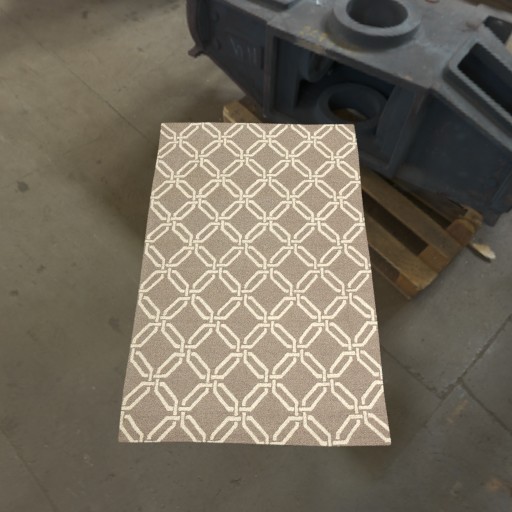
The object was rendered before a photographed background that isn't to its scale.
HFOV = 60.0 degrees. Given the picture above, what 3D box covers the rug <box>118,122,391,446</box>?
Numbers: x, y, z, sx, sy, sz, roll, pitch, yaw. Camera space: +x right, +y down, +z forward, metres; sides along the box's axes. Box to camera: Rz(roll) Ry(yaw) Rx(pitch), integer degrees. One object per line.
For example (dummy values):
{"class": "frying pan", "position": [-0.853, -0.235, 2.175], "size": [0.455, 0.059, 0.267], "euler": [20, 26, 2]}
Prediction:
{"class": "rug", "position": [0.000, 0.000, 2.218], "size": [1.142, 0.010, 1.748], "euler": [0, 64, 0]}
